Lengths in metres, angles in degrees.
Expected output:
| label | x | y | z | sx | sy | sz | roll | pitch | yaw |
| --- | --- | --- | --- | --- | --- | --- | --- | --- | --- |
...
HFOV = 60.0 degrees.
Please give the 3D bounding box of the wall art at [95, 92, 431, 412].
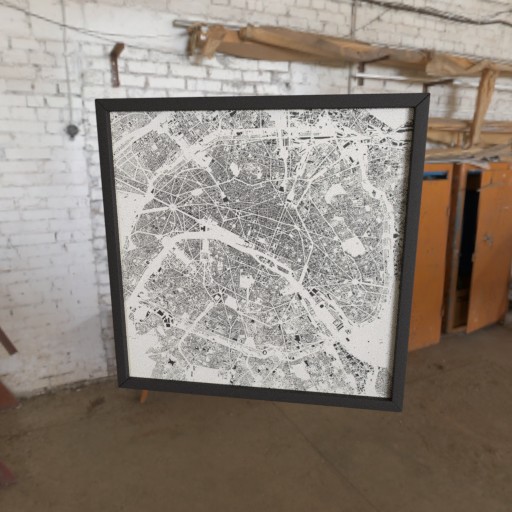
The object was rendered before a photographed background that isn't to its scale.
| label | x | y | z | sx | sy | sz | roll | pitch | yaw |
| --- | --- | --- | --- | --- | --- | --- | --- | --- | --- |
| wall art | 0.000 | 0.000 | 0.451 | 0.305 | 0.305 | 0.037 | 2 | 14 | 9 |
